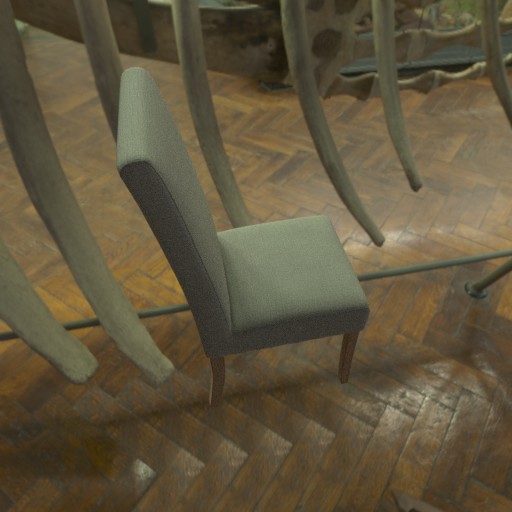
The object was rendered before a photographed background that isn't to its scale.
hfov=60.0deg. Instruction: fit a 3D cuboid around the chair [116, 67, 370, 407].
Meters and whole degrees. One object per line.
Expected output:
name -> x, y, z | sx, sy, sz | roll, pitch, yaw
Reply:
chair -> 0.000, 0.000, 1.358 | 0.611, 1.033, 0.450 | -8, 46, -8
